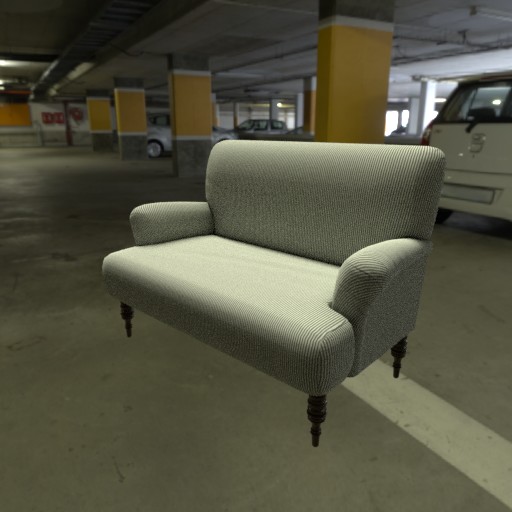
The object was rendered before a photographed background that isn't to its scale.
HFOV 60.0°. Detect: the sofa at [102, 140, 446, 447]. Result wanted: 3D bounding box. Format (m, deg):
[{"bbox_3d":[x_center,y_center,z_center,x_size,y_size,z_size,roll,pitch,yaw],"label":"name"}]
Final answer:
[{"bbox_3d":[0.000,0.000,1.825,1.297,0.889,0.779,15,22,41],"label":"sofa"}]
